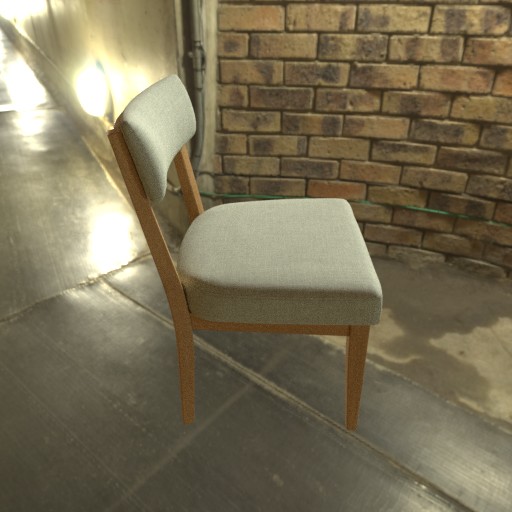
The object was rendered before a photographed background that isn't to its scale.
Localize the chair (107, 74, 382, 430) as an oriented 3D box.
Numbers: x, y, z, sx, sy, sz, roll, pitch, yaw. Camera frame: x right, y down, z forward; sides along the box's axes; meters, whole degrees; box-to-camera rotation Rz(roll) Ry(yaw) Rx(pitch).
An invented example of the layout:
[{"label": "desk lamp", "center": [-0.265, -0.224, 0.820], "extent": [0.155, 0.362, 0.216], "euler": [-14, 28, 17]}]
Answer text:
[{"label": "chair", "center": [0.000, 0.000, 1.180], "extent": [0.572, 0.832, 0.508], "euler": [1, 32, 1]}]
